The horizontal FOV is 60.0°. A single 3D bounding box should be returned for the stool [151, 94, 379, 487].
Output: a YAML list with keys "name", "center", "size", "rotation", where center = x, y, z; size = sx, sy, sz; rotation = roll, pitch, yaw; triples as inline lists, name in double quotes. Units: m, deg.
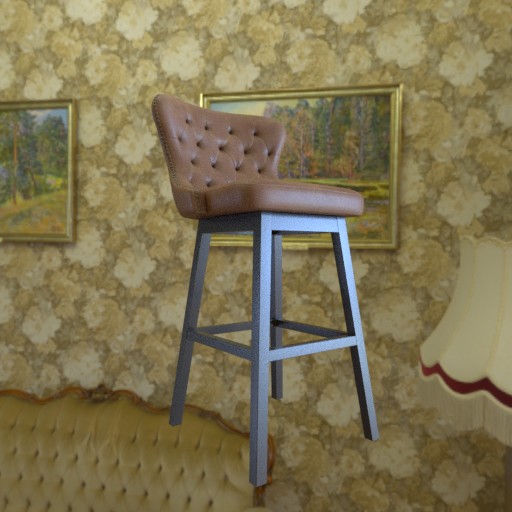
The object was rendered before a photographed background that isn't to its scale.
- name: "stool"
  center: [0.000, 0.000, 1.380]
  size: [0.528, 1.050, 0.601]
  rotation: [-1, 1, -36]
